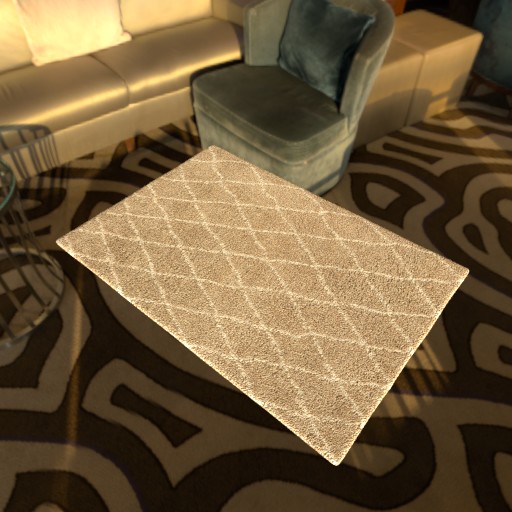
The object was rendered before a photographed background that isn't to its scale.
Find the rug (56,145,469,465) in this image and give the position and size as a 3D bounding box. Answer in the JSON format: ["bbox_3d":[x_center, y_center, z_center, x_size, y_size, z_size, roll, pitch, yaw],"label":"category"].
[{"bbox_3d":[0.000,0.000,2.296,1.778,0.030,1.219,31,54,26],"label":"rug"}]
